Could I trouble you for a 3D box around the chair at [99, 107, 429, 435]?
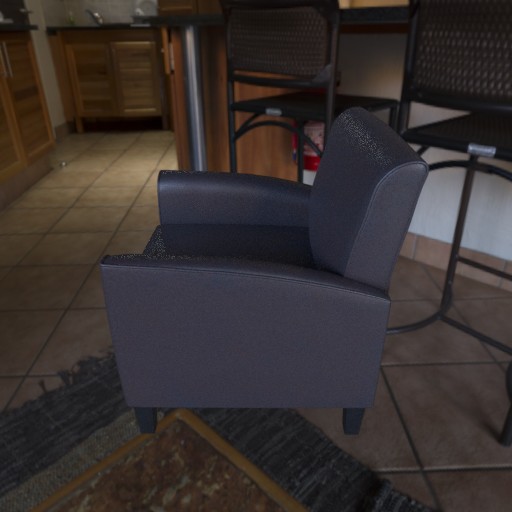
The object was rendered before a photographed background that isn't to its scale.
[{"bbox_3d":[0.000,0.000,1.557,0.819,0.916,0.820,0,28,0],"label":"chair"}]
